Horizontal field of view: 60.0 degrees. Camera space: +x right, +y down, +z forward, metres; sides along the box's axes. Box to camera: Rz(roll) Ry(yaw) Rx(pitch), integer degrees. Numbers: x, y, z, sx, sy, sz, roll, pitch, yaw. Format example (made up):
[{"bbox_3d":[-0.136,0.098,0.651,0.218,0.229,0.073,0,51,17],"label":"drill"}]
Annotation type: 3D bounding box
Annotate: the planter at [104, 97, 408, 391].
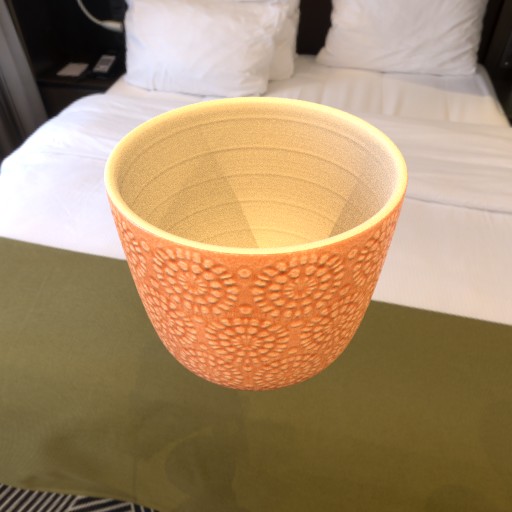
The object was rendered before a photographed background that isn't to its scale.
[{"bbox_3d":[0.000,0.000,0.374,0.208,0.190,0.208,0,42,0],"label":"planter"}]
